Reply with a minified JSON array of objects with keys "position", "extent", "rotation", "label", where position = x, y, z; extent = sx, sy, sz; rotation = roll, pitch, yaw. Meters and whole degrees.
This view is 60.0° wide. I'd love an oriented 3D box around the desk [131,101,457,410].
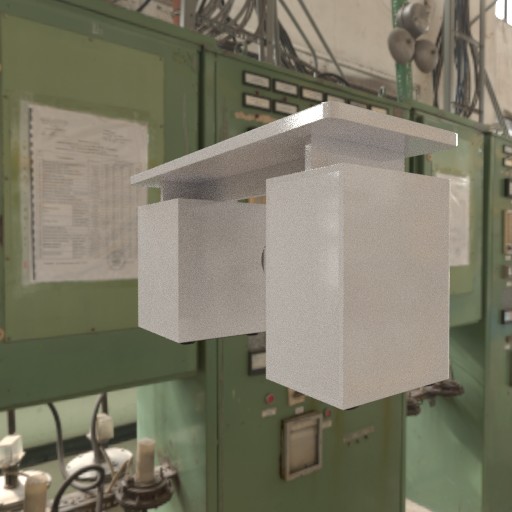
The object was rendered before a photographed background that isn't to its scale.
[{"position":[0.000,0.000,1.778],"extent":[0.550,0.762,1.400],"rotation":[-1,1,-35],"label":"desk"}]
